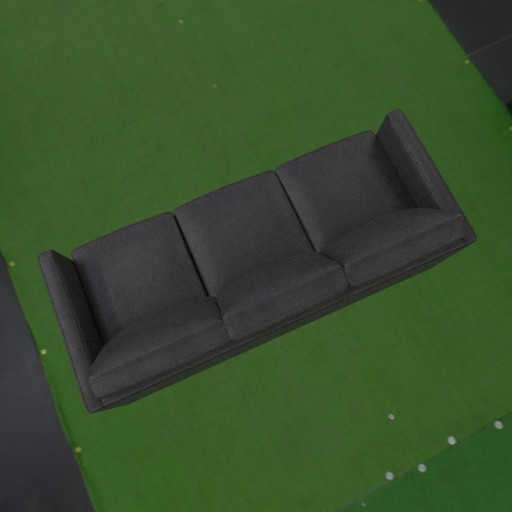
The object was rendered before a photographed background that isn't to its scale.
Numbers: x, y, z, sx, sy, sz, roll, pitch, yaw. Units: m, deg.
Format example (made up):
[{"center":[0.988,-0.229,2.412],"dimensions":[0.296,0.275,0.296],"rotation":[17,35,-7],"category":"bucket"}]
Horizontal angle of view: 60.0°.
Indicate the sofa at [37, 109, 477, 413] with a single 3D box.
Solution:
[{"center":[0.000,0.000,2.928],"dimensions":[2.464,1.006,1.045],"rotation":[-23,76,-6],"category":"sofa"}]
